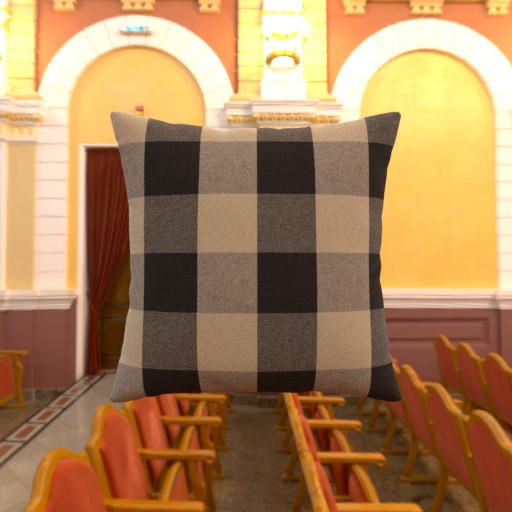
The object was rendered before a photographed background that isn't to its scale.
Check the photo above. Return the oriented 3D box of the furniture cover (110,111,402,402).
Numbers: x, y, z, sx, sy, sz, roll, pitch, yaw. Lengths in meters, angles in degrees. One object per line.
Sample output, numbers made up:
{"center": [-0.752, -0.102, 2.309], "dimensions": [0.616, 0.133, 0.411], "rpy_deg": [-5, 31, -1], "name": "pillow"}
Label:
{"center": [0.000, 0.000, 0.777], "dimensions": [0.511, 0.509, 0.161], "rpy_deg": [0, -1, 0], "name": "furniture cover"}
